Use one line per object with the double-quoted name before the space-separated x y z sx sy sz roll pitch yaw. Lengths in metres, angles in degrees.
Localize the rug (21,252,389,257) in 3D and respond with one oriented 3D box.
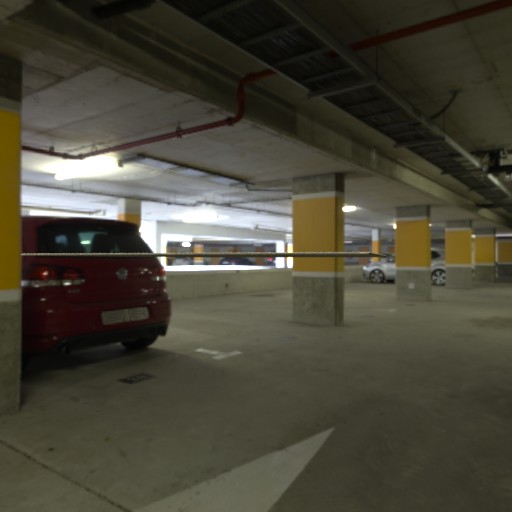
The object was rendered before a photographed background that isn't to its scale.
"rug" 0.000 0.000 2.893 1.593 0.008 2.238 0 0 18
